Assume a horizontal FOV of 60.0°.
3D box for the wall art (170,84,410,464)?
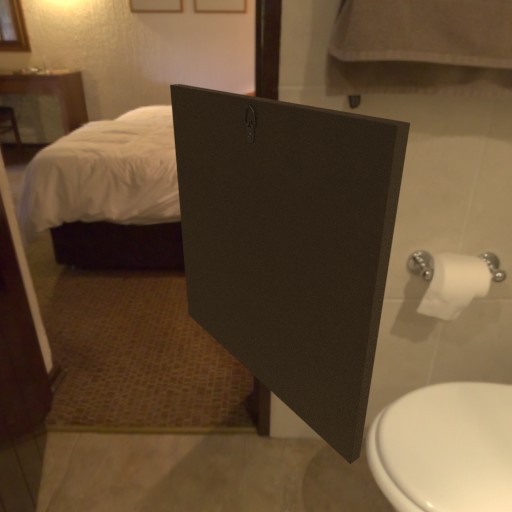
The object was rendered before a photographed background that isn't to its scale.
[{"bbox_3d":[0.000,0.000,1.196,0.043,0.807,0.805,-18,32,-32],"label":"wall art"}]
